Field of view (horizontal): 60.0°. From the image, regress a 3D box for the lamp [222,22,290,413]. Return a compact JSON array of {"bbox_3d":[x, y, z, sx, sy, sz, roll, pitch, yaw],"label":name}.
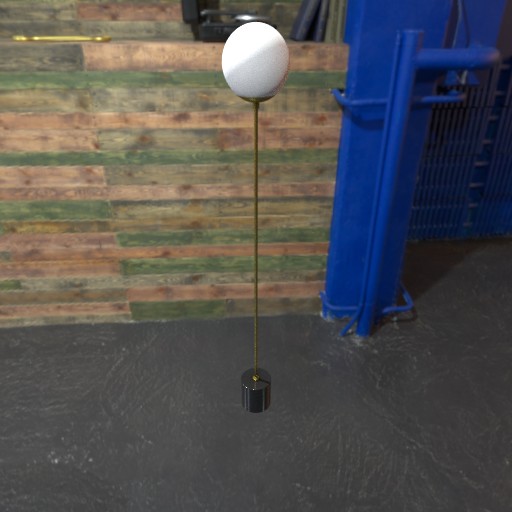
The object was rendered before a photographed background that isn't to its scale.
[{"bbox_3d":[0.000,0.000,1.873,0.229,1.748,0.229,-1,30,-2],"label":"lamp"}]
